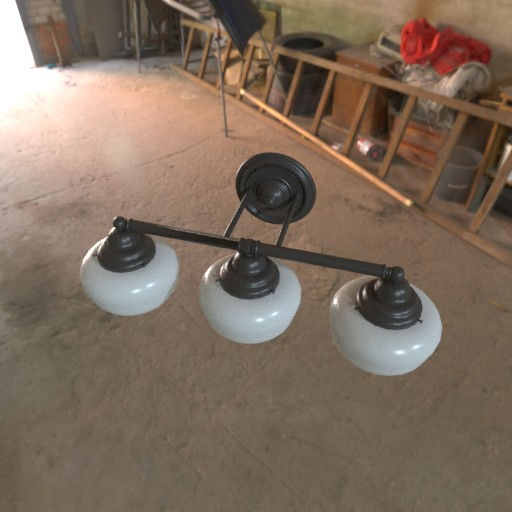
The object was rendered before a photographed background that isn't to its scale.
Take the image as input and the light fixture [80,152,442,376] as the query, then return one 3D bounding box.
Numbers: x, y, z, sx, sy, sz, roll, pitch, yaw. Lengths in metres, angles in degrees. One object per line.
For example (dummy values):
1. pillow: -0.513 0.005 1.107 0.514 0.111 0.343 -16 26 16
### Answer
1. light fixture: 0.000 0.000 0.709 0.587 0.242 0.239 11 42 12
